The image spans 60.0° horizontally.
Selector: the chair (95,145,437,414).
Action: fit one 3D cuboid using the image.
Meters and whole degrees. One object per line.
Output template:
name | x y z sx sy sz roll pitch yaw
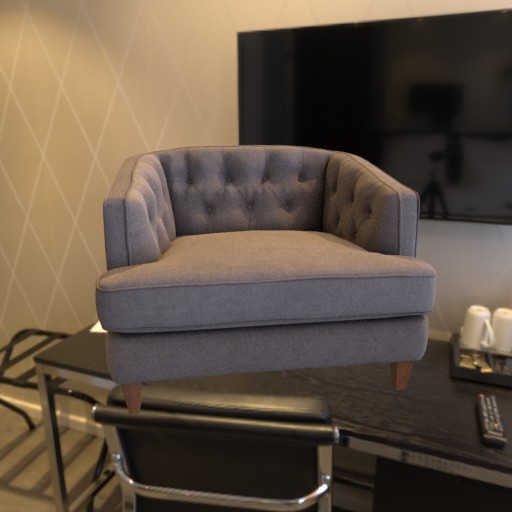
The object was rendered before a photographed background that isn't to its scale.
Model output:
chair | 0.000 0.000 1.787 1.104 0.852 0.941 -2 15 -8
